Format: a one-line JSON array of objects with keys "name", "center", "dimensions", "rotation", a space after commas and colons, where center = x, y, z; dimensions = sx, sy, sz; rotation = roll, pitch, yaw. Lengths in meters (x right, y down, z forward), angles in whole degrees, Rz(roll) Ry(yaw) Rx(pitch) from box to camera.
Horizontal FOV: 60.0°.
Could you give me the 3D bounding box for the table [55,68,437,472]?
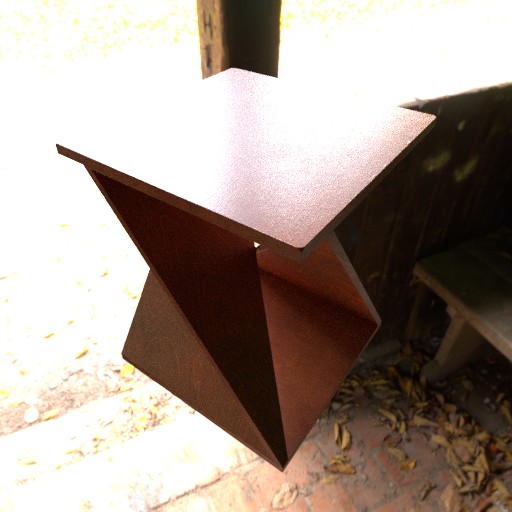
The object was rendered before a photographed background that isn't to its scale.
[{"name": "table", "center": [0.000, 0.000, 0.859], "dimensions": [0.427, 0.520, 0.427], "rotation": [25, 46, 27]}]
